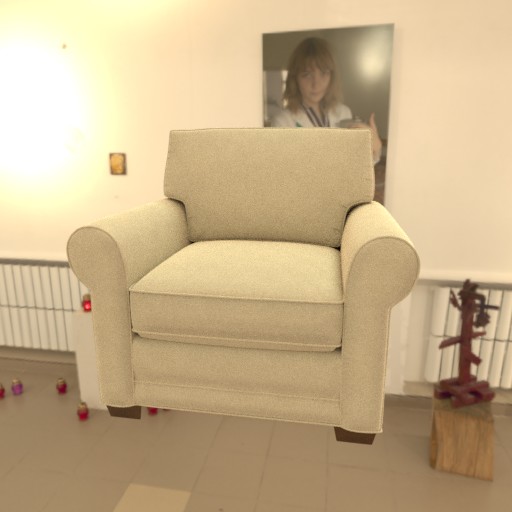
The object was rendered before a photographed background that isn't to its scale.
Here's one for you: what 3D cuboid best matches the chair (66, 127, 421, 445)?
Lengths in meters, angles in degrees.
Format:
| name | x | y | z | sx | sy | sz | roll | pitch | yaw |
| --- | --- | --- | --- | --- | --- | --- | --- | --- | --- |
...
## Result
| name | x | y | z | sx | sy | sz | roll | pitch | yaw |
| --- | --- | --- | --- | --- | --- | --- | --- | --- | --- |
| chair | 0.000 | 0.000 | 1.678 | 1.040 | 0.955 | 0.863 | 2 | 14 | 10 |
